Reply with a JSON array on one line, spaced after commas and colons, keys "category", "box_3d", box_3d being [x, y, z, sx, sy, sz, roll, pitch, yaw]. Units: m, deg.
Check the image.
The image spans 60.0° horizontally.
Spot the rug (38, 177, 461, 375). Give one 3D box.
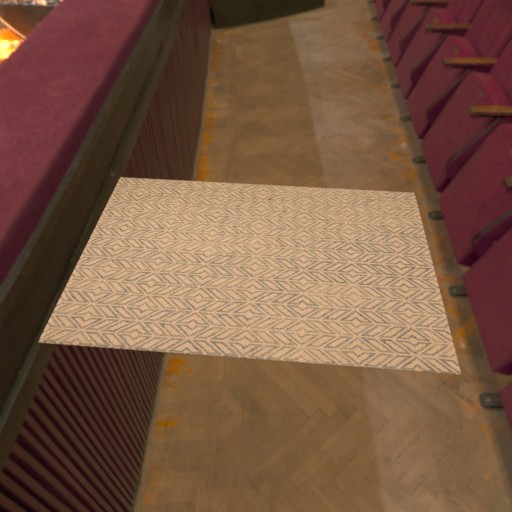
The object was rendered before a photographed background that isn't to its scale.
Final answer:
[{"category": "rug", "box_3d": [0.000, 0.000, 2.323, 1.824, 0.008, 1.220, 4, 46, 3]}]
